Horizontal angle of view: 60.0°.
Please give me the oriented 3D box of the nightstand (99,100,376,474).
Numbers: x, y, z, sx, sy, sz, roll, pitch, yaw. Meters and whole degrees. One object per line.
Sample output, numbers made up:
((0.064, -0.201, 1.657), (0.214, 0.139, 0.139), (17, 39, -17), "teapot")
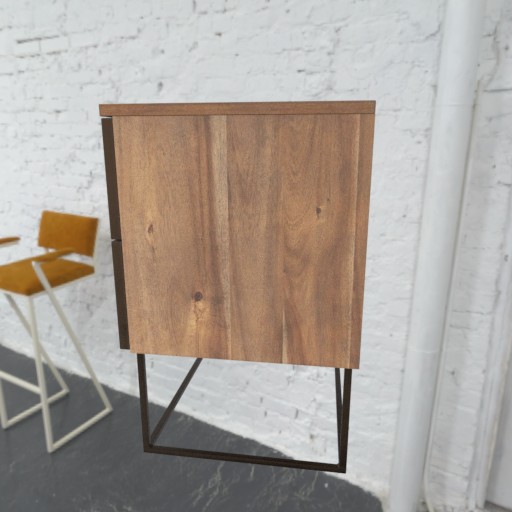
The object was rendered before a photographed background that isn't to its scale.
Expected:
((0.000, 0.000, 1.006), (0.427, 0.611, 0.605), (2, 14, 8), "nightstand")
